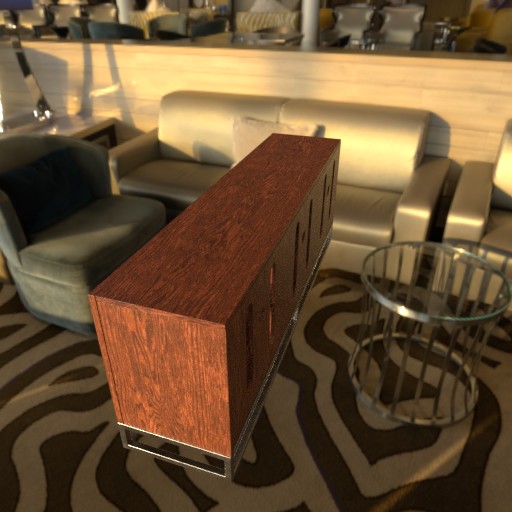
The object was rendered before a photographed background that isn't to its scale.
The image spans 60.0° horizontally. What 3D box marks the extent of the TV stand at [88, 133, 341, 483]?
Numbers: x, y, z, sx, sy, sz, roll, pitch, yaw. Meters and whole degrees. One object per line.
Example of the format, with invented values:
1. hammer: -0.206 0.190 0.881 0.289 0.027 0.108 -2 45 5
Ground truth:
1. TV stand: 0.000 0.000 1.803 0.382 0.578 1.541 10 32 16
